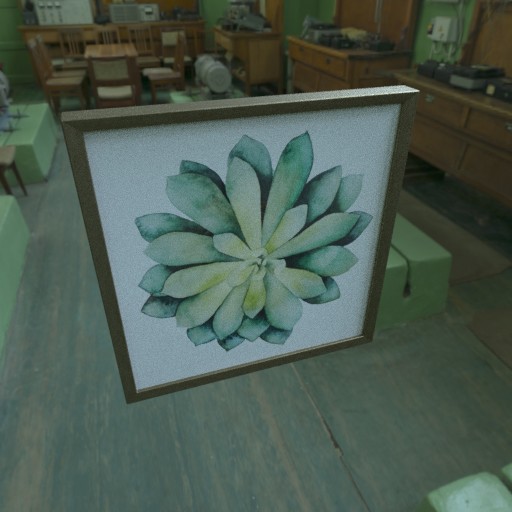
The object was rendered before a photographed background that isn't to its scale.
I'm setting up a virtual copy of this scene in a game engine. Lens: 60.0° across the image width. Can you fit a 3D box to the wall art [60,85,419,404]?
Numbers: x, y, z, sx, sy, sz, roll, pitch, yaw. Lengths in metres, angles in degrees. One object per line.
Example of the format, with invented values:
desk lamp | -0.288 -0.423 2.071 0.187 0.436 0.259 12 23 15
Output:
wall art | 0.000 0.000 0.744 0.503 0.506 0.040 -10 34 -16
